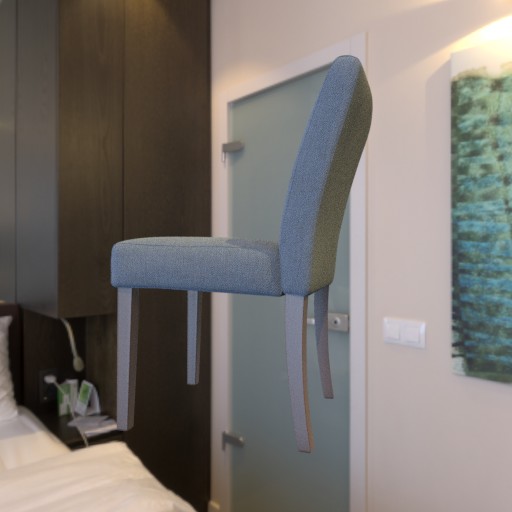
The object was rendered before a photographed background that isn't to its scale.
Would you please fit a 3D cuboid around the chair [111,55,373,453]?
[{"bbox_3d":[0.000,0.000,1.240,0.629,0.882,0.487,0,0,17],"label":"chair"}]
